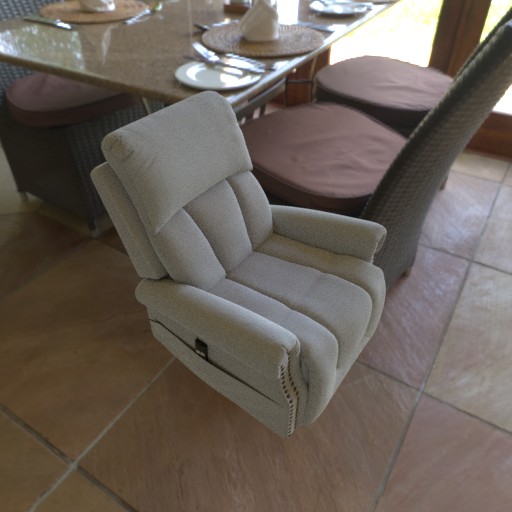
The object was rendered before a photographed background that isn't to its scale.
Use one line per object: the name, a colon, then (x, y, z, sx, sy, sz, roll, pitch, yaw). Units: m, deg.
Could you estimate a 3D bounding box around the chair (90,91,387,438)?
chair: (0.000, 0.000, 1.802, 0.979, 1.031, 0.871, 24, 46, 26)
